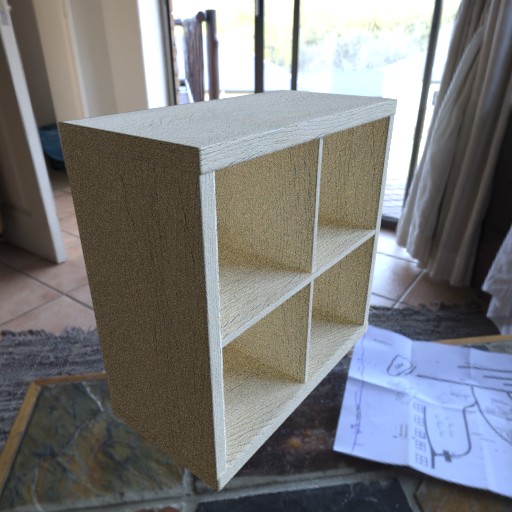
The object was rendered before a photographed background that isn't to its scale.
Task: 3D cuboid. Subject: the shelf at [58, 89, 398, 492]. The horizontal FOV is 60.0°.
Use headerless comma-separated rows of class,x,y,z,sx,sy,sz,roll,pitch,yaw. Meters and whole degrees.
shelf,0.000,0.000,1.232,0.390,0.786,0.790,19,32,33
